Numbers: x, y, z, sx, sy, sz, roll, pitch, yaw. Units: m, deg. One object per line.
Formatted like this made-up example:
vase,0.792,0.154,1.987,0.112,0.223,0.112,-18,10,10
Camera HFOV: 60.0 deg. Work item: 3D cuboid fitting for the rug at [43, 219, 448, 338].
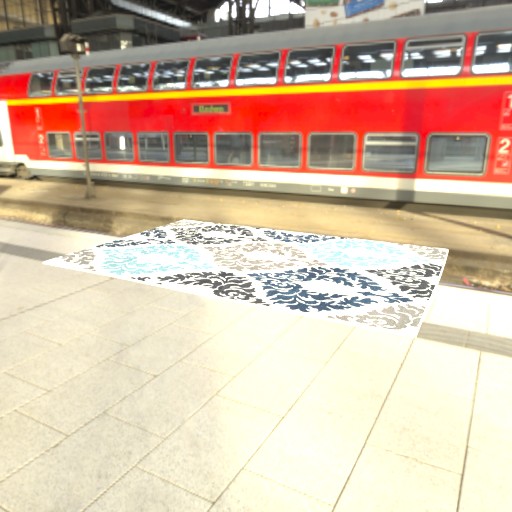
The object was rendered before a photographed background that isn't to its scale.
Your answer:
rug,0.000,0.000,2.959,2.275,0.014,1.514,8,18,26
